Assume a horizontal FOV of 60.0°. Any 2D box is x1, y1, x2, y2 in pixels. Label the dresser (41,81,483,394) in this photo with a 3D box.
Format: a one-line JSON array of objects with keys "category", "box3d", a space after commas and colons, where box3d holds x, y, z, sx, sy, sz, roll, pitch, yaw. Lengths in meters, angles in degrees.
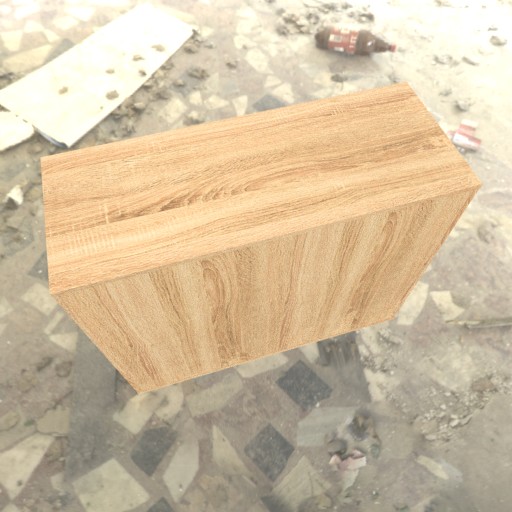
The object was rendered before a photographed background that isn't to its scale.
[{"category": "dresser", "box3d": [0.000, 0.000, 1.569, 1.100, 0.900, 0.450, -15, 60, -9]}]
